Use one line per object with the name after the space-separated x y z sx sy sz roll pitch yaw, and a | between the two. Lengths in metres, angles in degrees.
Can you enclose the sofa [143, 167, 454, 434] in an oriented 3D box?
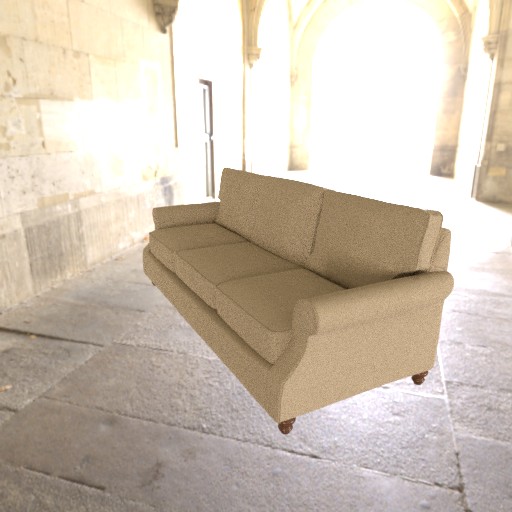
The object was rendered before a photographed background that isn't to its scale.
0.000 0.000 2.848 0.966 0.948 2.354 -9 19 -27 | sofa
